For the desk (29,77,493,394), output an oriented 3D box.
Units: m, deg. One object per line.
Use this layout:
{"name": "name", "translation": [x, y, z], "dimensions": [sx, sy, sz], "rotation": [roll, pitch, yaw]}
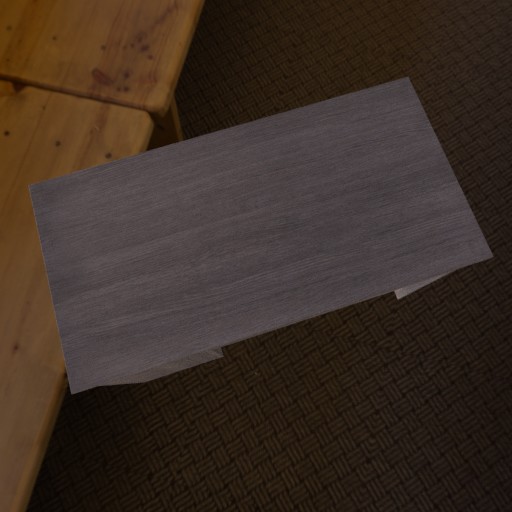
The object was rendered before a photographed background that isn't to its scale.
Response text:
{"name": "desk", "translation": [0.000, 0.000, 1.514], "dimensions": [1.097, 0.735, 0.560], "rotation": [-17, 76, -4]}
